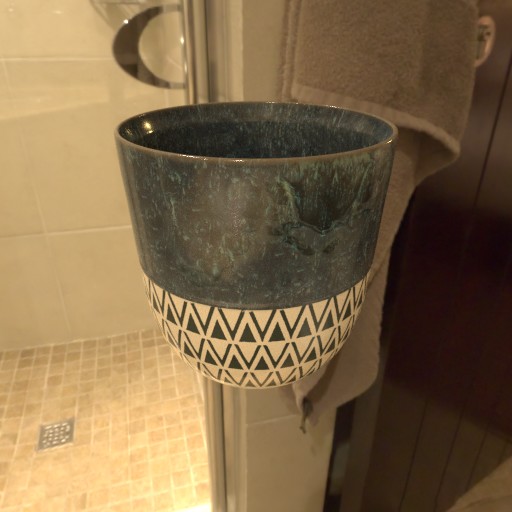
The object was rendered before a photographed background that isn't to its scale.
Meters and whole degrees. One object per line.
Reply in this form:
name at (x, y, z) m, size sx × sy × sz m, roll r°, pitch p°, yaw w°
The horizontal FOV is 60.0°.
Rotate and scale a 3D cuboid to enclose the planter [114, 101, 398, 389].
planter at (0.000, 0.000, 0.364) m, size 0.195 × 0.214 × 0.195 m, roll 0°, pitch 28°, yaw 0°
